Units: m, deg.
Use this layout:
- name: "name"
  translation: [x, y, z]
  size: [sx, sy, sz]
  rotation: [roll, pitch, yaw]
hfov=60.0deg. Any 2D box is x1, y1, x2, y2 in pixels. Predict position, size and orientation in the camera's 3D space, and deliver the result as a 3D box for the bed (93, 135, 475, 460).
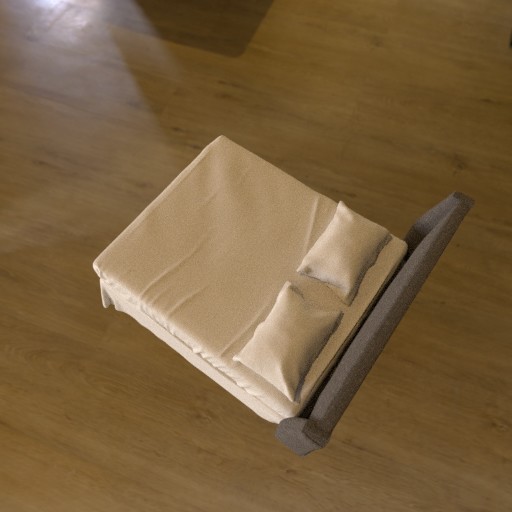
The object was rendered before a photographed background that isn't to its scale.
- name: "bed"
  translation: [0.000, 0.000, 3.484]
  size: [2.276, 1.332, 1.925]
  rotation: [33, 68, 15]
